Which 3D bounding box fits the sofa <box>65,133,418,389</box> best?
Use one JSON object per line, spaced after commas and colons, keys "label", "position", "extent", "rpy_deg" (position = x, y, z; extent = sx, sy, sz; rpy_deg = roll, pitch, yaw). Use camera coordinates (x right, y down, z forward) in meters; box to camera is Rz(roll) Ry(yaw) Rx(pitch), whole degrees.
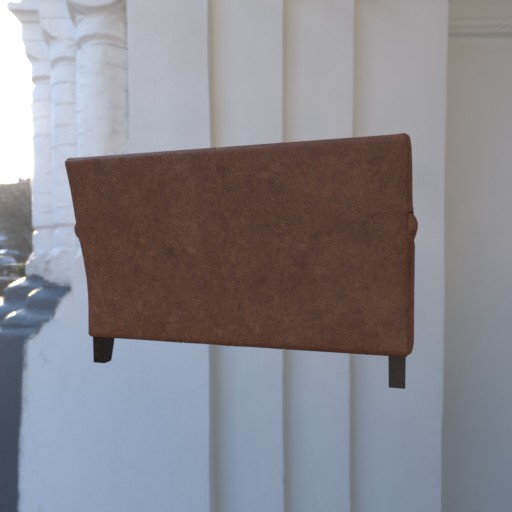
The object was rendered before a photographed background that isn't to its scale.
{"label": "sofa", "position": [0.000, 0.000, 2.211], "extent": [1.527, 1.004, 1.077], "rpy_deg": [0, 1, 17]}
